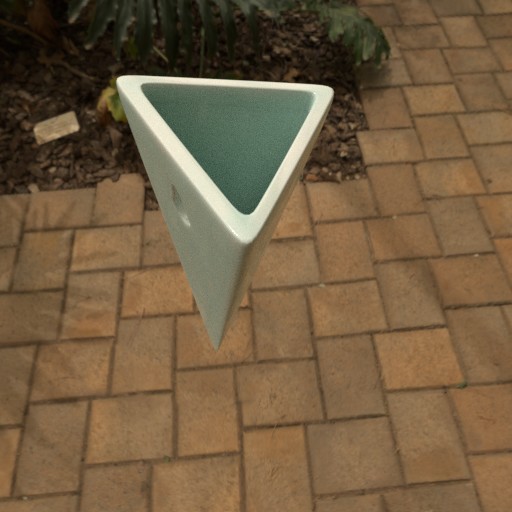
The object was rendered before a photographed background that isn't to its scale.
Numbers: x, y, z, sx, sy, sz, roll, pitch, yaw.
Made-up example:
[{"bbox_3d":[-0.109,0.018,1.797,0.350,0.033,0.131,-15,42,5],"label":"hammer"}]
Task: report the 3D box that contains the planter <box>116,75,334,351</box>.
[{"bbox_3d":[0.000,0.000,0.216,0.064,0.178,0.080,-30,64,-16],"label":"planter"}]
